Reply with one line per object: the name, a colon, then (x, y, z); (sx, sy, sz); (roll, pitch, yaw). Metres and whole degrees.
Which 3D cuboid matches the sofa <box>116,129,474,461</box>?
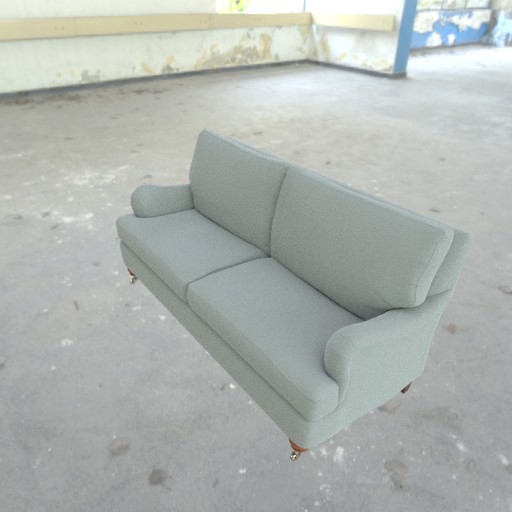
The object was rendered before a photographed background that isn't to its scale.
sofa: (0.000, 0.000, 2.817); (1.069, 1.096, 2.193); (-21, 37, -31)
